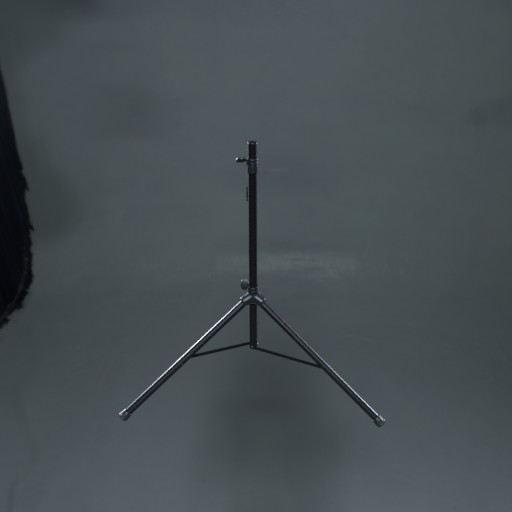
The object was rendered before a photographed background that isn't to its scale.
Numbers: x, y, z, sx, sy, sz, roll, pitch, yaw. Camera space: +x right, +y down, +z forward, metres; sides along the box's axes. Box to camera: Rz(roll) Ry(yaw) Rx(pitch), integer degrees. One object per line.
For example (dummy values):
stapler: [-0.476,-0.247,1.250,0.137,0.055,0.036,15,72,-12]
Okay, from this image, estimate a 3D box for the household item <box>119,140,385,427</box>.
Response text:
household item: [0.000,0.000,2.796,1.596,1.595,1.339,1,32,2]
